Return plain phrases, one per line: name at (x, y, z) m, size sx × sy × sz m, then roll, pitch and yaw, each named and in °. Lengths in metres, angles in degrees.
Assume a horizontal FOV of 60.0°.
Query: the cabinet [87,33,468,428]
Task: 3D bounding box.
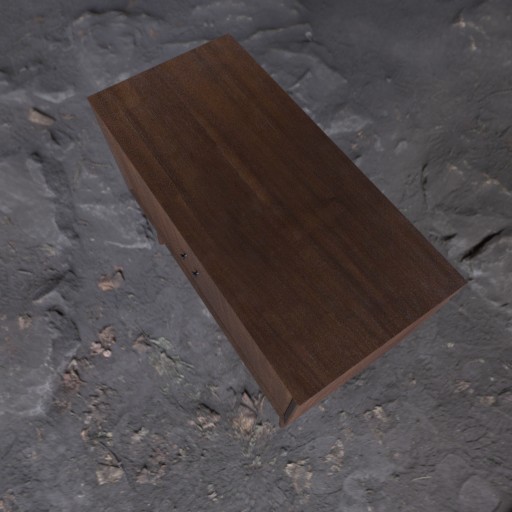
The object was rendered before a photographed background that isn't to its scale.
cabinet at (0.000, 0.000, 1.127) m, size 0.354 × 0.654 × 0.743 m, roll -31°, pitch 68°, yaw -14°
